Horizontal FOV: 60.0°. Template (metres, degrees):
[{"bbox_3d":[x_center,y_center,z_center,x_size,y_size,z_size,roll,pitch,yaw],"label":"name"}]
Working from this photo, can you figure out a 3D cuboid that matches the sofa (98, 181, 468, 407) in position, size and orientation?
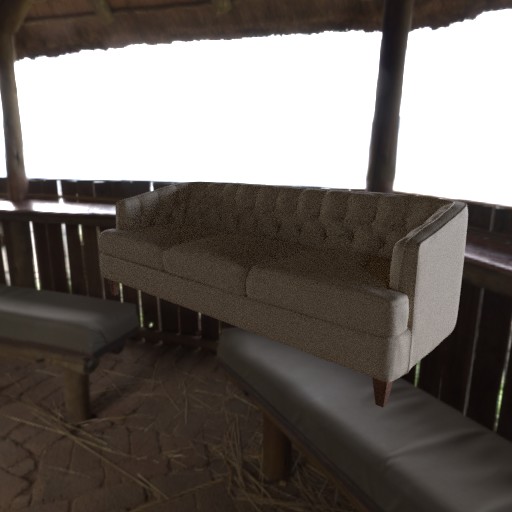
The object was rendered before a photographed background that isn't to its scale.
[{"bbox_3d":[0.000,0.000,2.693,2.235,0.788,0.913,12,18,41],"label":"sofa"}]
